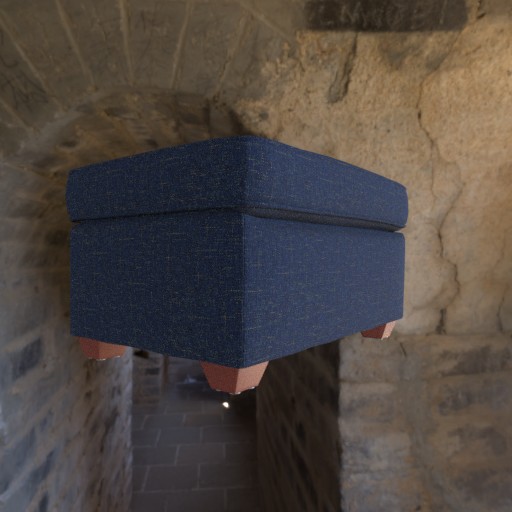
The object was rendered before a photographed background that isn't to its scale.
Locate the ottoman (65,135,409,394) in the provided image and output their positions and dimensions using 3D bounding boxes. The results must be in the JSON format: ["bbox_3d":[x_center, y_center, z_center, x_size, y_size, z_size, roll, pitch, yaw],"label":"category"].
[{"bbox_3d":[0.000,0.000,1.106,0.549,0.450,0.749,0,0,38],"label":"ottoman"}]
